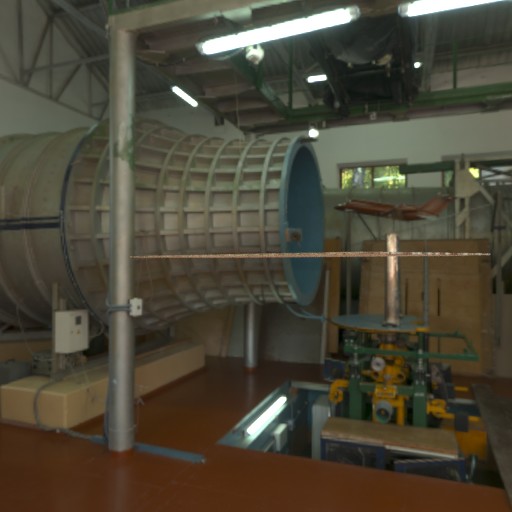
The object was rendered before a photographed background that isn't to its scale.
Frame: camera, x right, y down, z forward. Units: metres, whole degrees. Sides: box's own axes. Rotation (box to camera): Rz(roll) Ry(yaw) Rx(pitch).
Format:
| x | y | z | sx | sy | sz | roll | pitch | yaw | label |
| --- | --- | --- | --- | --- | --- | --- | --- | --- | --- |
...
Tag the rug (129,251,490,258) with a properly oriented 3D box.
| x | y | z | sx | sy | sz | roll | pitch | yaw | label |
| --- | --- | --- | --- | --- | --- | --- | --- | --- | --- |
| 0.000 | 0.000 | 2.875 | 0.762 | 0.011 | 2.664 | 0 | -1 | -35 | rug |
